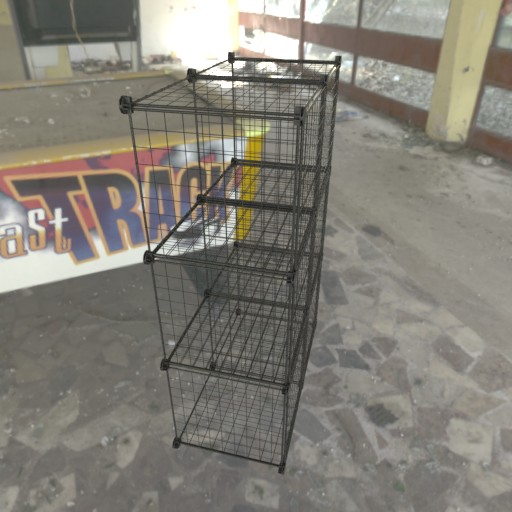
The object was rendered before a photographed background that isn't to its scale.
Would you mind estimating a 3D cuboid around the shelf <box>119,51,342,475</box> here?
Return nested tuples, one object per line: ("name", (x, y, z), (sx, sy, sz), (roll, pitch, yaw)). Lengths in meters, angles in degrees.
("shelf", (0.000, 0.000, 1.370), (0.356, 1.067, 0.711), (8, 32, 12))
